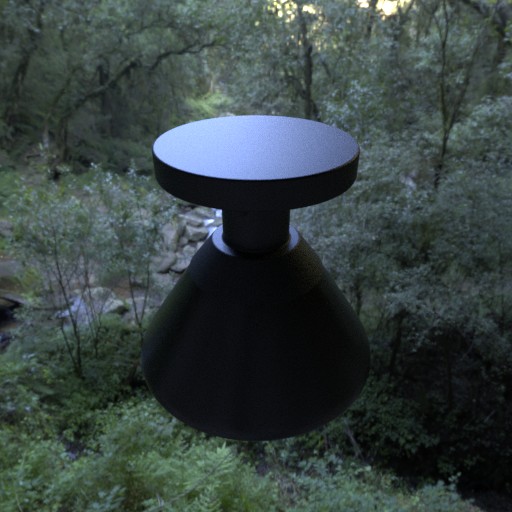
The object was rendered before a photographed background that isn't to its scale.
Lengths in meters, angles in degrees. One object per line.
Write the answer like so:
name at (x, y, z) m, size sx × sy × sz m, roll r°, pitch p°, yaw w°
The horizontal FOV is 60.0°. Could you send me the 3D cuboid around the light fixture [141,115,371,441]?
light fixture at (0.000, 0.000, 0.349) m, size 0.200 × 0.183 × 0.200 m, roll 0°, pitch 32°, yaw 0°
